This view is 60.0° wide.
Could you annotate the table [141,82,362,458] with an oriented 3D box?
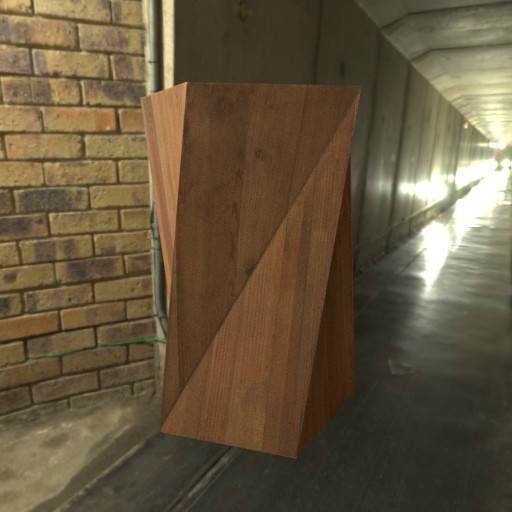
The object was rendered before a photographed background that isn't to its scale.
[{"bbox_3d":[0.000,0.000,0.886,0.425,0.604,0.441,-2,14,-8],"label":"table"}]
